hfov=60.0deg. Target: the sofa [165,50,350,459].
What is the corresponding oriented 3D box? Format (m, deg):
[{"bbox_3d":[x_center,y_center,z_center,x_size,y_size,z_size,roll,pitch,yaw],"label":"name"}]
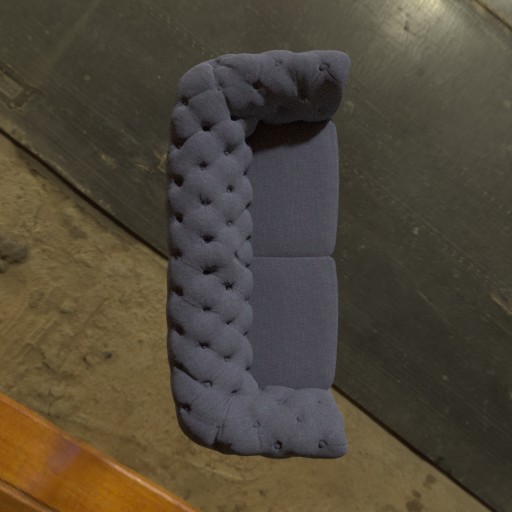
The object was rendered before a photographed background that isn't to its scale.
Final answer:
[{"bbox_3d":[0.000,0.000,2.828,1.046,0.836,2.335,0,92,0],"label":"sofa"}]
